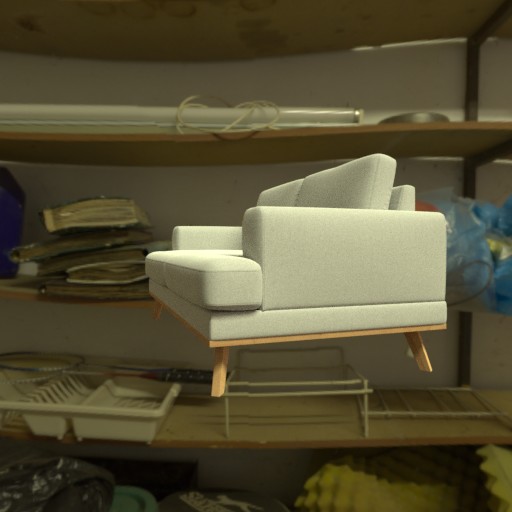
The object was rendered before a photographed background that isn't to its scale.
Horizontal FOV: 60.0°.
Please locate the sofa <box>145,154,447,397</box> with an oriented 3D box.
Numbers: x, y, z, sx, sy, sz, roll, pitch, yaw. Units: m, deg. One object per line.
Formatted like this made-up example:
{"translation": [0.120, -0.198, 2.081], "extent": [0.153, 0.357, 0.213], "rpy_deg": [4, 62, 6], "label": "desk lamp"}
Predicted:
{"translation": [0.000, 0.000, 2.186], "extent": [0.915, 0.810, 1.651], "rpy_deg": [0, 1, -20], "label": "sofa"}
